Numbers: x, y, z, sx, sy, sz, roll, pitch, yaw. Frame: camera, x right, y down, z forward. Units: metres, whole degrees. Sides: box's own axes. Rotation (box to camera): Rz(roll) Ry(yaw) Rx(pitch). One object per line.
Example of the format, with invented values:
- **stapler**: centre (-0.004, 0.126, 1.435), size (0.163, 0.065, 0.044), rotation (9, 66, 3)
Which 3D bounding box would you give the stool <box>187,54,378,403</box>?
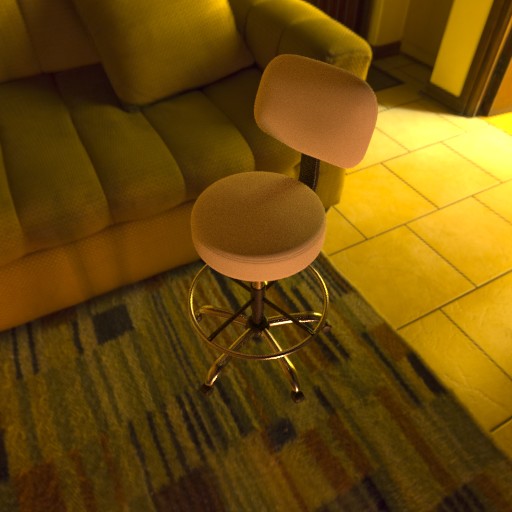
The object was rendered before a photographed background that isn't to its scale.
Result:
- **stool**: centre (0.000, 0.000, 1.464), size (0.609, 1.080, 0.616), rotation (33, 55, 27)
